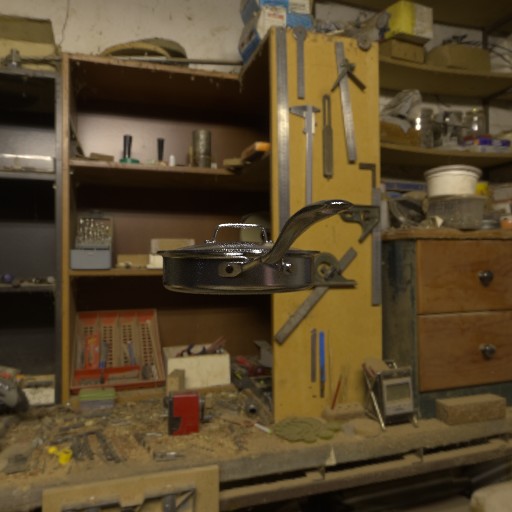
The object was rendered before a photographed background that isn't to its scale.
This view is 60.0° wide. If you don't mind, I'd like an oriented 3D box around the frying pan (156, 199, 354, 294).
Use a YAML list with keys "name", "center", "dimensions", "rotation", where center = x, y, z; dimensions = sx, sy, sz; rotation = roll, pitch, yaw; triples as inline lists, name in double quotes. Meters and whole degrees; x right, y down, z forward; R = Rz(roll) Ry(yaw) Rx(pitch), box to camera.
- name: "frying pan"
  center: [0.000, 0.000, 0.671]
  dimensions: [0.280, 0.114, 0.561]
  rotation: [0, 0, -17]
